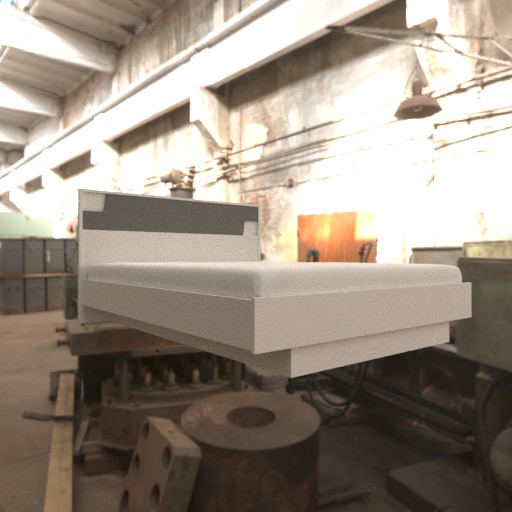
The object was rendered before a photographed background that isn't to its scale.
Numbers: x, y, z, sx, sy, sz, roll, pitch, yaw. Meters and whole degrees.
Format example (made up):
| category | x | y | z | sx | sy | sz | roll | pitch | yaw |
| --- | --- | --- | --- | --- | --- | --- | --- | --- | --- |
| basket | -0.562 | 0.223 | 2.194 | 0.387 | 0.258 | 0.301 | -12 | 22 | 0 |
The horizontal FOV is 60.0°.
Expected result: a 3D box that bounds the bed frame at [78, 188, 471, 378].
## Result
| category | x | y | z | sx | sy | sz | roll | pitch | yaw |
| --- | --- | --- | --- | --- | --- | --- | --- | --- | --- |
| bed frame | 0.000 | 0.000 | 2.992 | 1.711 | 1.001 | 2.100 | 0 | 0 | -38 |
